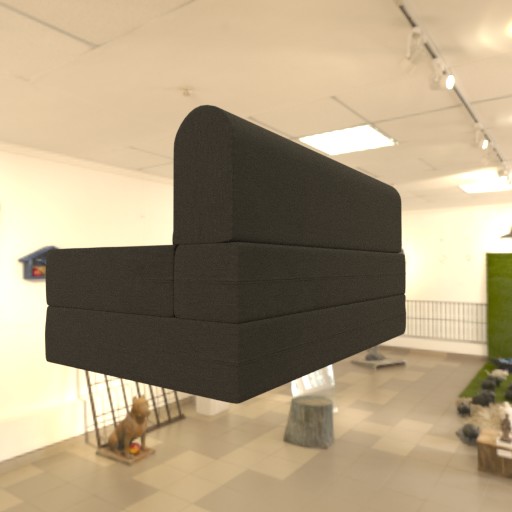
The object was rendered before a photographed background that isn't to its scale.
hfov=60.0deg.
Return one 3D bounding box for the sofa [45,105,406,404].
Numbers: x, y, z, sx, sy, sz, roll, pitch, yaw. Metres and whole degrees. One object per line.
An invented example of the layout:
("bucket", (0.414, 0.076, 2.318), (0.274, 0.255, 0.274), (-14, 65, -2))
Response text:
("sofa", (0.000, 0.000, 1.670), (0.762, 0.670, 1.225), (-1, -1, 35))
